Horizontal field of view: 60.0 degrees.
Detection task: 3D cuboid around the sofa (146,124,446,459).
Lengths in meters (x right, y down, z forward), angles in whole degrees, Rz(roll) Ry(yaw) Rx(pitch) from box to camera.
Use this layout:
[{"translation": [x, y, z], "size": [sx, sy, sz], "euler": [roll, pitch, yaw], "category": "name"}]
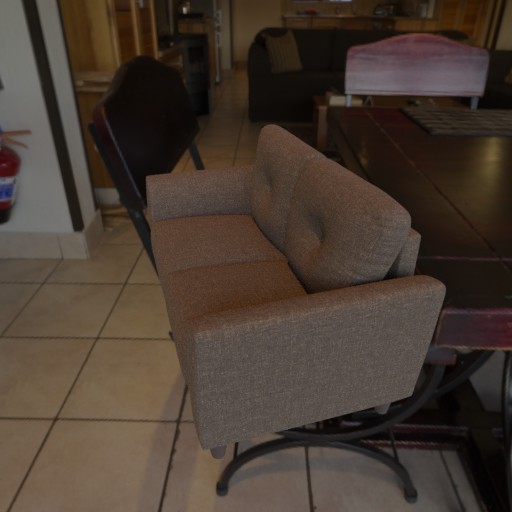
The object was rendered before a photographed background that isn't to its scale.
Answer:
[{"translation": [0.000, 0.000, 1.990], "size": [0.851, 0.885, 1.423], "euler": [-9, 30, -15], "category": "sofa"}]
